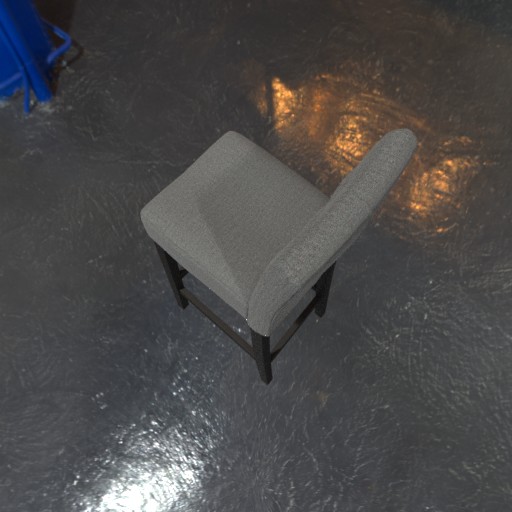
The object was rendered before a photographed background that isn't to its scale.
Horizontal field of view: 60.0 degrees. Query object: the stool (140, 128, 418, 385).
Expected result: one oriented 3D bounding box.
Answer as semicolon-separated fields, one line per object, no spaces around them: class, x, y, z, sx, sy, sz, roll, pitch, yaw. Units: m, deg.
stool;0.000;0.000;1.326;0.548;1.047;0.411;36;68;17
